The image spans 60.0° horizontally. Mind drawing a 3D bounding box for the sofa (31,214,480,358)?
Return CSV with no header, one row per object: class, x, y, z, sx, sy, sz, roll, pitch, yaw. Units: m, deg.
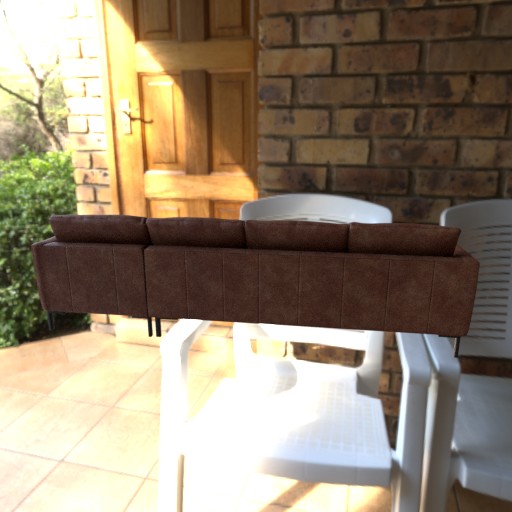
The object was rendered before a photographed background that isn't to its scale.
sofa,0.000,0.000,3.640,2.993,0.859,1.471,2,16,8
